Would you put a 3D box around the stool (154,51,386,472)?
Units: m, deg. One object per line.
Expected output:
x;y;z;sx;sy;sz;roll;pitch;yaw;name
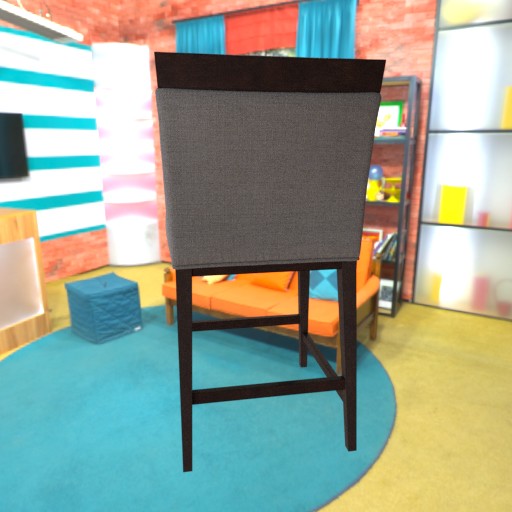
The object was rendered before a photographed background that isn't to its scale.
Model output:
0.000;0.000;1.292;0.512;1.009;0.531;-3;15;-10;stool
